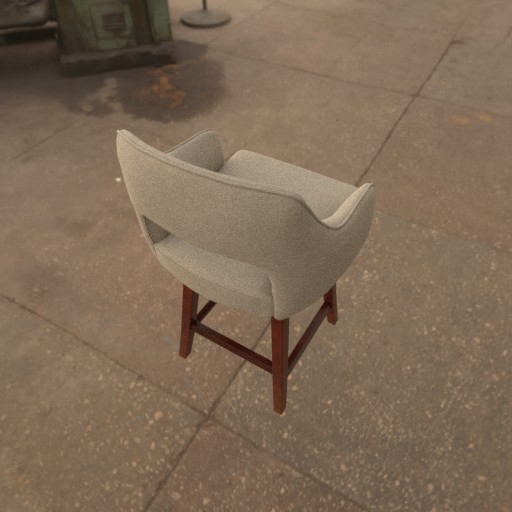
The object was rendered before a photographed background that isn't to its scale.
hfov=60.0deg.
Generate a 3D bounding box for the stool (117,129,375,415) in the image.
[{"bbox_3d":[0.000,0.000,1.292,0.550,0.936,0.560,24,50,21],"label":"stool"}]
